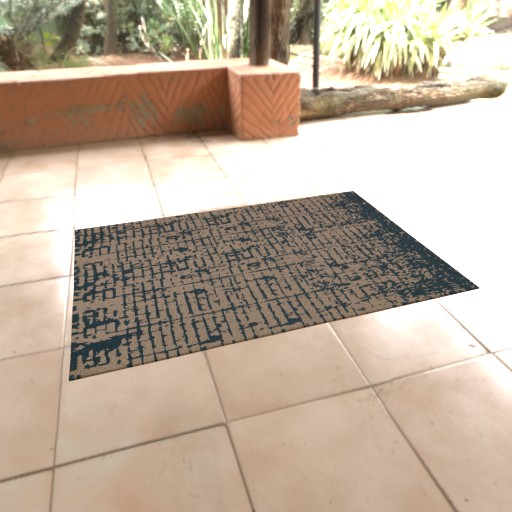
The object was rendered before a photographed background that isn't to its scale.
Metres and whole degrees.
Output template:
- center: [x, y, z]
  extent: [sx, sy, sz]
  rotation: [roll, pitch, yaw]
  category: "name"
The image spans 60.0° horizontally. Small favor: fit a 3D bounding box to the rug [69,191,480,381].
- center: [0.000, 0.000, 2.339]
  extent: [1.828, 0.007, 1.220]
  rotation: [-10, 33, -16]
  category: "rug"
